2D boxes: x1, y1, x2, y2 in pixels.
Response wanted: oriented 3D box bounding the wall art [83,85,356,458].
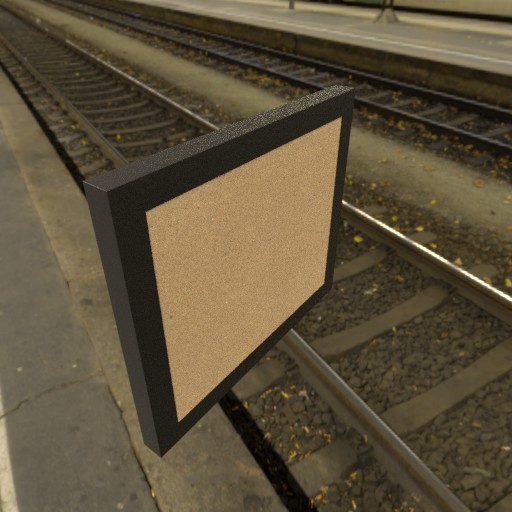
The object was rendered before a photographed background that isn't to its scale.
[{"bbox_3d":[0.000,0.000,0.531,0.028,0.321,0.381,23,40,30],"label":"wall art"}]
